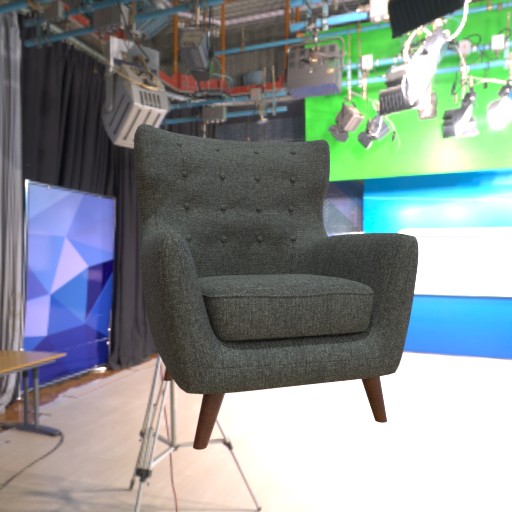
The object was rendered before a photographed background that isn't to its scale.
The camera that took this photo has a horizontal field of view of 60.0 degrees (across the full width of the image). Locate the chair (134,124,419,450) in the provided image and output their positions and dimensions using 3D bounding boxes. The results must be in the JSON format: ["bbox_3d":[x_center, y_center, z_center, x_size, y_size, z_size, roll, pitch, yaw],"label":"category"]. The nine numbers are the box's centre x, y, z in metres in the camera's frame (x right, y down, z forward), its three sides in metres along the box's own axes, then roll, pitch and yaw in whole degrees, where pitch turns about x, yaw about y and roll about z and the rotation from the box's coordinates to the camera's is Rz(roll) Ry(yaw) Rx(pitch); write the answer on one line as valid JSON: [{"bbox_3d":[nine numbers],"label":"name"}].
[{"bbox_3d":[0.000,0.000,1.709,0.878,1.063,0.904,0,1,-19],"label":"chair"}]
